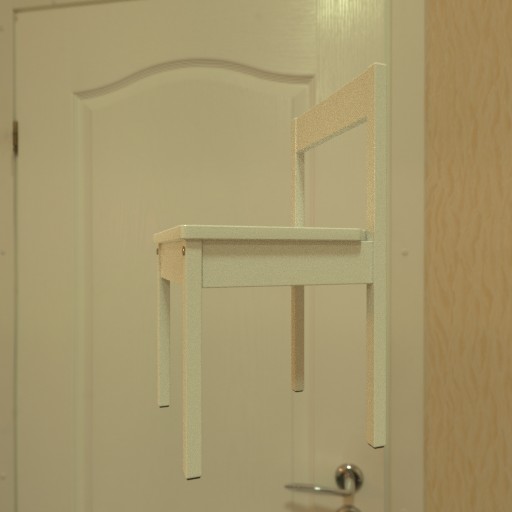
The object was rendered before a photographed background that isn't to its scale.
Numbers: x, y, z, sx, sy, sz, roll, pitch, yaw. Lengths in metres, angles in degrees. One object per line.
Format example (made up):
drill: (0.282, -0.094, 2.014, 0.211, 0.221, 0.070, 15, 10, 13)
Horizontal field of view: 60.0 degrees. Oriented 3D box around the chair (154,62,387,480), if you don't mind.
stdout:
chair: (0.000, 0.000, 0.879, 0.361, 0.668, 0.367, 0, 0, -19)
